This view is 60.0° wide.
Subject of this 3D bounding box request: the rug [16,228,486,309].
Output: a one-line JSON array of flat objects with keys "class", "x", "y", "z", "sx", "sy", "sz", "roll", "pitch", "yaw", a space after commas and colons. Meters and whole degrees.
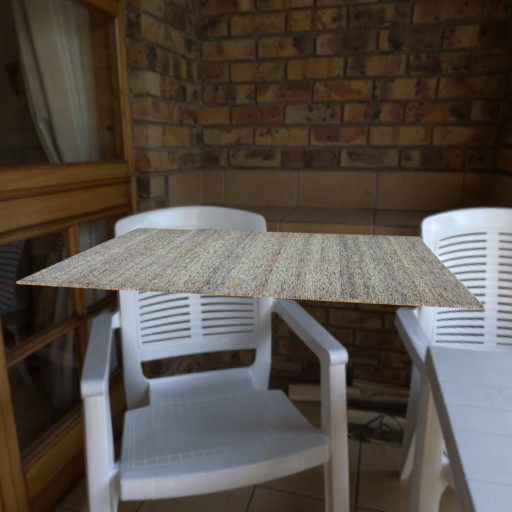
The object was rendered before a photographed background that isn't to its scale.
[{"class": "rug", "x": 0.000, "y": 0.000, "z": 2.294, "sx": 1.846, "sy": 0.014, "sz": 1.243, "roll": 2, "pitch": 14, "yaw": 9}]
